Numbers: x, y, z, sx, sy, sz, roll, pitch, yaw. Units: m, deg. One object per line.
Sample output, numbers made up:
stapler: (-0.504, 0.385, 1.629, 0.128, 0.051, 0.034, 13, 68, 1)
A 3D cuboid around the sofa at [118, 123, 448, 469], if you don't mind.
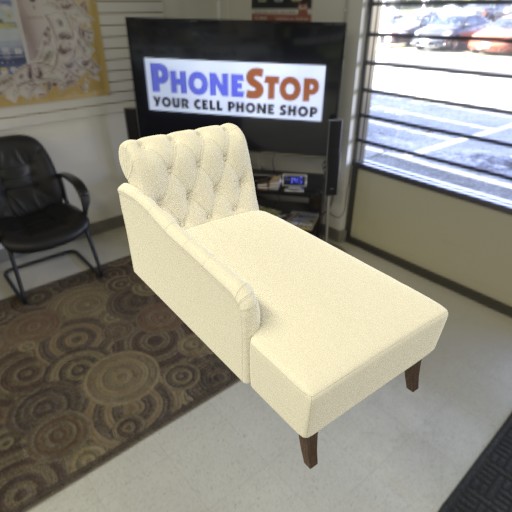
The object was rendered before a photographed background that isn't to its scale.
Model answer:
sofa: (0.000, 0.000, 1.838, 0.675, 0.787, 1.379, -20, 35, -32)
